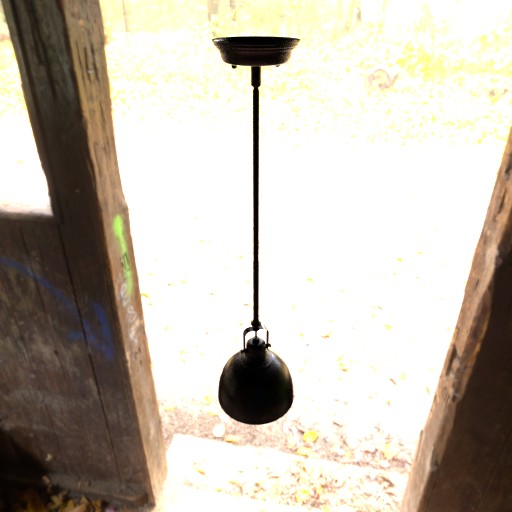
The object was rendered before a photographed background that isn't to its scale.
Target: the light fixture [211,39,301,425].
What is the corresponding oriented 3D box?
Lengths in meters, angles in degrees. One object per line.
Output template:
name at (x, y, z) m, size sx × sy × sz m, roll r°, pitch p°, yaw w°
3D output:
light fixture at (0.000, 0.000, 0.872) m, size 0.182 × 0.768 × 0.182 m, roll -9°, pitch 31°, yaw -15°
